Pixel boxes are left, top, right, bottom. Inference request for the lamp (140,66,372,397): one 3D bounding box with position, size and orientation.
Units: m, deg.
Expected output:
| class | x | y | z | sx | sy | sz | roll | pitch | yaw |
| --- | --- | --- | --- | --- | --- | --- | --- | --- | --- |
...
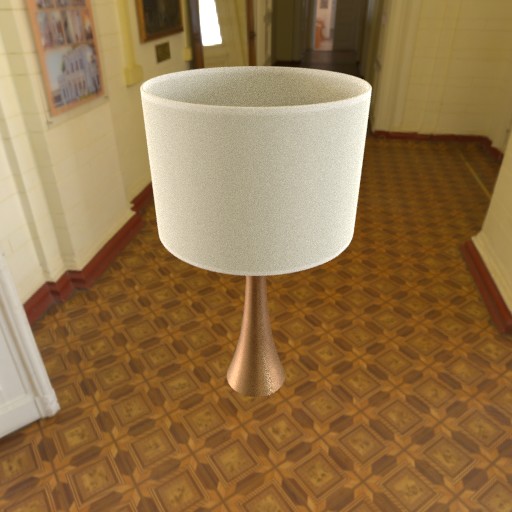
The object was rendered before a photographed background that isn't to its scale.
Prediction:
| class | x | y | z | sx | sy | sz | roll | pitch | yaw |
| --- | --- | --- | --- | --- | --- | --- | --- | --- | --- |
| lamp | 0.000 | 0.000 | 0.648 | 0.268 | 0.479 | 0.268 | -20 | 36 | -30 |
